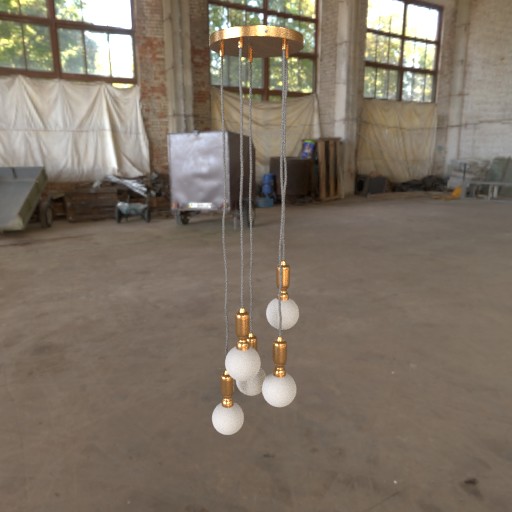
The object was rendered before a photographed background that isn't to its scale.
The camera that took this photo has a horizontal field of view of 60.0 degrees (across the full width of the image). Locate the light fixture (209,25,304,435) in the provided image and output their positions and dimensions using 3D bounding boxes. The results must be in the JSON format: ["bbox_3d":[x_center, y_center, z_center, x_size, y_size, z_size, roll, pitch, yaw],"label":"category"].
[{"bbox_3d":[0.000,0.000,0.507,0.108,0.457,0.105,-2,13,-10],"label":"light fixture"}]
